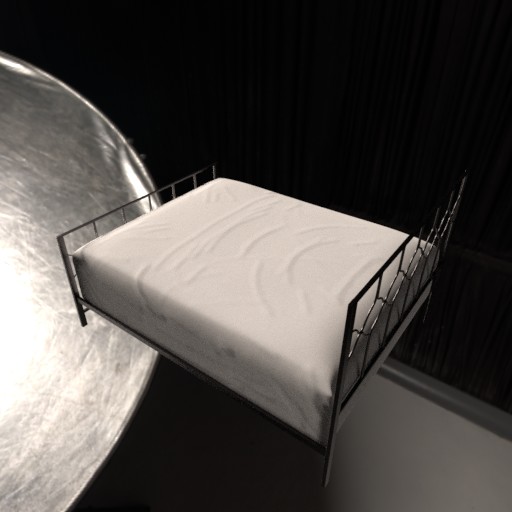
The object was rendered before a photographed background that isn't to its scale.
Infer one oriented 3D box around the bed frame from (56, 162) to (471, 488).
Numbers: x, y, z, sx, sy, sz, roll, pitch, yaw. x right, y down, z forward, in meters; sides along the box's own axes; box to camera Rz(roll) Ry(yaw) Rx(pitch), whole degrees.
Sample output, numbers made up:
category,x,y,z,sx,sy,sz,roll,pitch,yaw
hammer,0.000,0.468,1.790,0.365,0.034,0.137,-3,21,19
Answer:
category,x,y,z,sx,sy,sz,roll,pitch,yaw
bed frame,0.000,0.000,3.001,2.063,1.222,1.597,22,40,30
